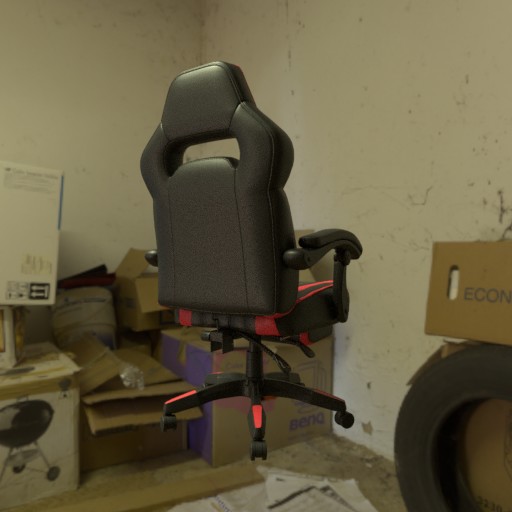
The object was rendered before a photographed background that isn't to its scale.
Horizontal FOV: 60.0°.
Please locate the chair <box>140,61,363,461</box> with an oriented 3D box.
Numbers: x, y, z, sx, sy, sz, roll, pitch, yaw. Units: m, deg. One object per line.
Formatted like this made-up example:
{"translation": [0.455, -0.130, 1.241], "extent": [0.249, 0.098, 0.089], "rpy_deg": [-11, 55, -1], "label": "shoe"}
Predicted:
{"translation": [0.000, 0.000, 1.681], "extent": [0.700, 1.220, 0.700], "rpy_deg": [0, 0, 34], "label": "chair"}
